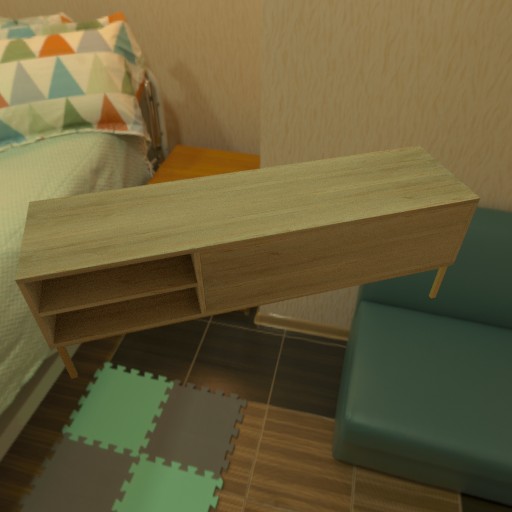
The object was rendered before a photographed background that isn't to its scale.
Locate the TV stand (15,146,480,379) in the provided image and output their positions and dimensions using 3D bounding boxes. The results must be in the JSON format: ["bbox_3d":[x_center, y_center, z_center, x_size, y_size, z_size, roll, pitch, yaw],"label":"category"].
[{"bbox_3d":[0.000,0.000,1.808,1.600,0.550,0.420,-10,43,-12],"label":"TV stand"}]
